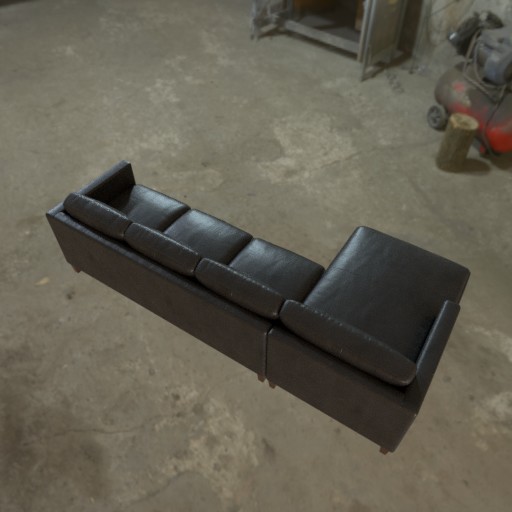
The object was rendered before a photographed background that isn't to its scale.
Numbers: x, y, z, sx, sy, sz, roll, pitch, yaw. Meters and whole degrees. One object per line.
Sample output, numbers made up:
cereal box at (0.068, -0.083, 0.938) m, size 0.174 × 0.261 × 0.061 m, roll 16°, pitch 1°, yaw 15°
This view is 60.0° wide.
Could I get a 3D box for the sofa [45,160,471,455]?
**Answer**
sofa at (0.000, 0.000, 3.781) m, size 3.203 × 0.883 × 1.581 m, roll 25°, pitch 52°, yaw 22°
